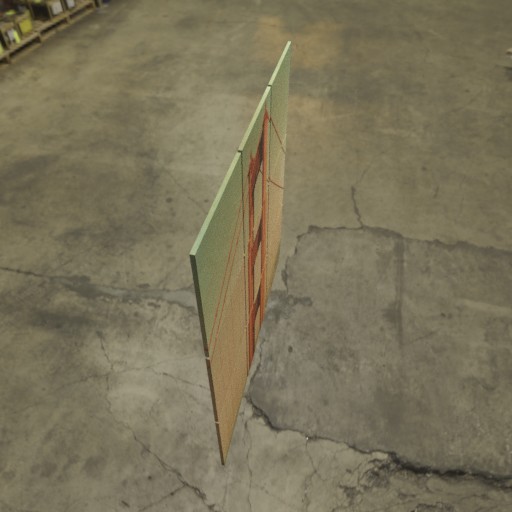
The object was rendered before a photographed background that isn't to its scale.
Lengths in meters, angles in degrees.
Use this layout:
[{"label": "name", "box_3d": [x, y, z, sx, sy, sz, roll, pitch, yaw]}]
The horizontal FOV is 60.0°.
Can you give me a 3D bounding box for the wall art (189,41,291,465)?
[{"label": "wall art", "box_3d": [0.000, 0.000, 1.776, 0.013, 1.219, 1.214, 9, 46, 9]}]
